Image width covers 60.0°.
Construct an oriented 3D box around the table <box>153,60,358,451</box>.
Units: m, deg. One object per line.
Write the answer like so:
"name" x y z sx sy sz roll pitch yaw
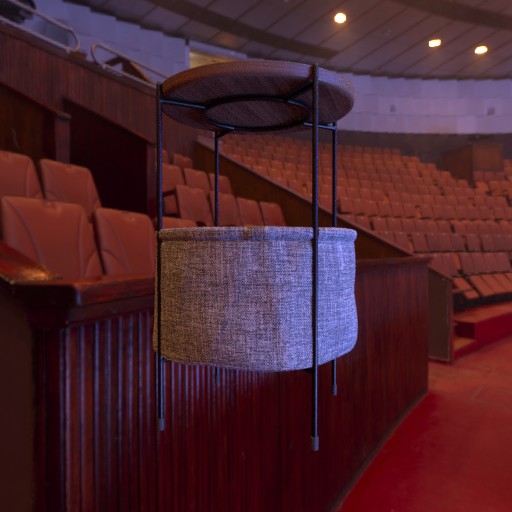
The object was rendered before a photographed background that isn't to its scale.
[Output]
"table" 0.000 0.000 0.891 0.400 0.623 0.400 0 1 16
